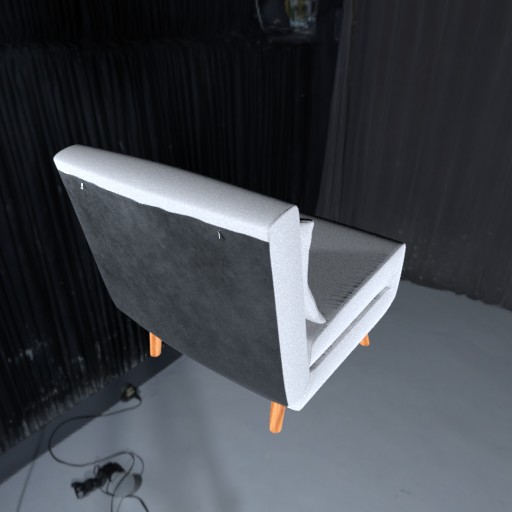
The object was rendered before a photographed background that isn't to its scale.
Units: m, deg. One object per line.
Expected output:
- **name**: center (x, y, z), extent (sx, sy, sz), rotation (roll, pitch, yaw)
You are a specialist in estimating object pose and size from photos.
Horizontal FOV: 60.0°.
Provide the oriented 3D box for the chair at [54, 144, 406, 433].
- **chair**: center (0.000, 0.000, 1.515), extent (0.770, 0.808, 0.902), rotation (21, 35, 33)
